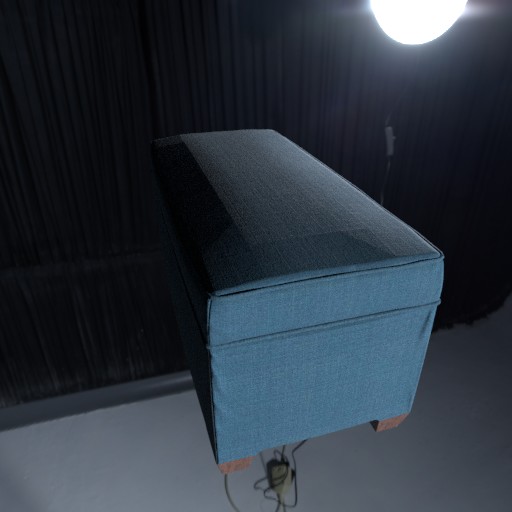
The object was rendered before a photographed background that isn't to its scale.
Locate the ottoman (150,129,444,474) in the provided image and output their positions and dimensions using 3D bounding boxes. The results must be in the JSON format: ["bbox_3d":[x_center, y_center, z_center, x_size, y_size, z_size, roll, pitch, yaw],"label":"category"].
[{"bbox_3d":[0.000,0.000,1.205,0.474,0.474,0.943,-9,31,-15],"label":"ottoman"}]
